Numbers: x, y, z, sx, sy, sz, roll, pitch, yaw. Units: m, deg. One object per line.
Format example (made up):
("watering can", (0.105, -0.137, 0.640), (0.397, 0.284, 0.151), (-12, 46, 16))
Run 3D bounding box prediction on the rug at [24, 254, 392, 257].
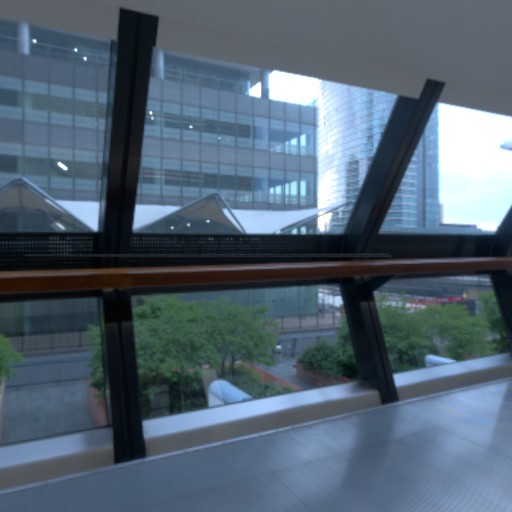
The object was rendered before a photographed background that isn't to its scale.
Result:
("rug", (0.000, 0.000, 4.169), (2.438, 0.010, 3.048), (0, 0, 17))
